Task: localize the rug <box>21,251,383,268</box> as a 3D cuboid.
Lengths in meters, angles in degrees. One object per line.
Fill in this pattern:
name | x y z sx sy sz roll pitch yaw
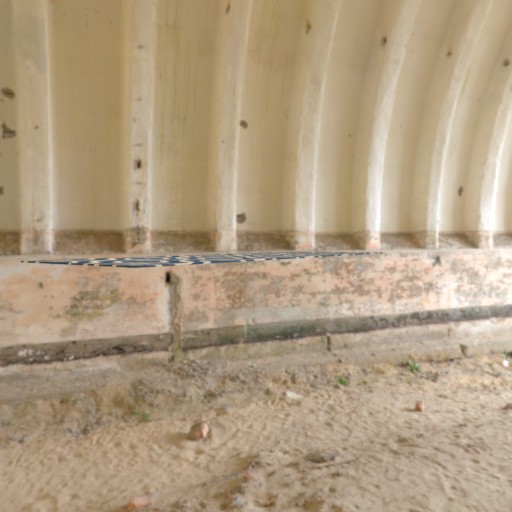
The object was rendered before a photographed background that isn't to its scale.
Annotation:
rug | 0.000 0.000 2.510 0.685 0.006 2.296 1 2 35
